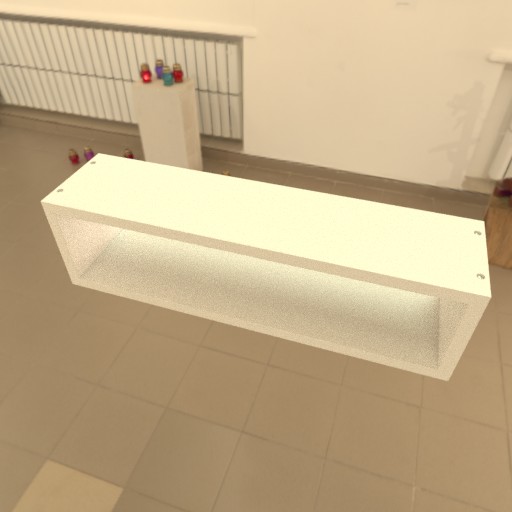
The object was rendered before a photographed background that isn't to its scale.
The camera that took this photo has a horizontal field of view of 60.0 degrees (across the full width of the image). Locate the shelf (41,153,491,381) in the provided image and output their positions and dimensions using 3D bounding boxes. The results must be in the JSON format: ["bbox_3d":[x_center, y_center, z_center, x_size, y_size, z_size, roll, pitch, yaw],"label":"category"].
[{"bbox_3d":[0.000,0.000,0.682,0.610,0.170,0.150,12,43,13],"label":"shelf"}]
